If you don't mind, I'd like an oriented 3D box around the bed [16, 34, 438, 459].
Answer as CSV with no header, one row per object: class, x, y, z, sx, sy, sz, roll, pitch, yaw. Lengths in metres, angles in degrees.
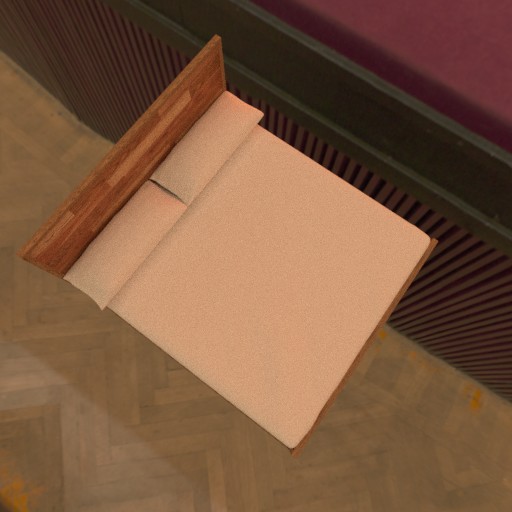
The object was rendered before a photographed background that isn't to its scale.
bed,0.000,0.000,3.389,2.184,1.295,2.013,35,78,9
